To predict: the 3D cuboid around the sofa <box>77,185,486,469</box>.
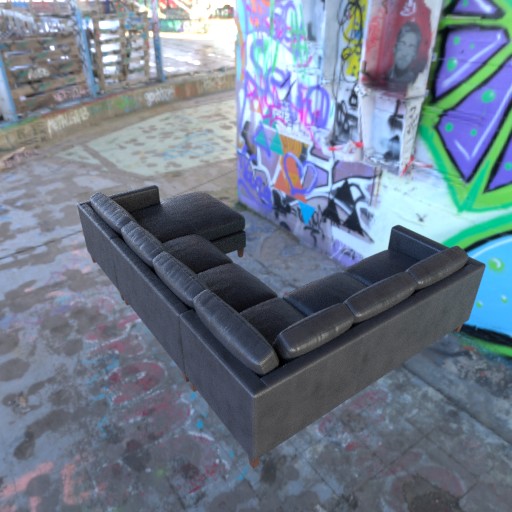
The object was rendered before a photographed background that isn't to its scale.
[{"bbox_3d":[0.000,0.000,4.456,2.452,0.891,3.324,-20,37,-30],"label":"sofa"}]
